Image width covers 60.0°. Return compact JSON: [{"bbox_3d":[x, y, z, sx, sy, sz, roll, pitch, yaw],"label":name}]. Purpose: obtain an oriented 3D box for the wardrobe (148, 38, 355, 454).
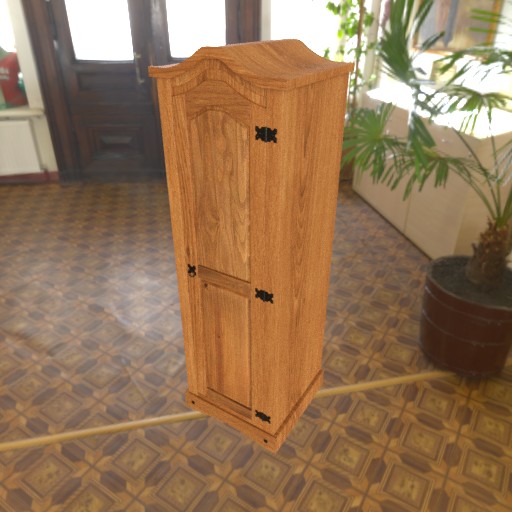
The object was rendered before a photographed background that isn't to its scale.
[{"bbox_3d":[0.000,0.000,2.139,0.590,1.870,0.570,17,34,28],"label":"wardrobe"}]
